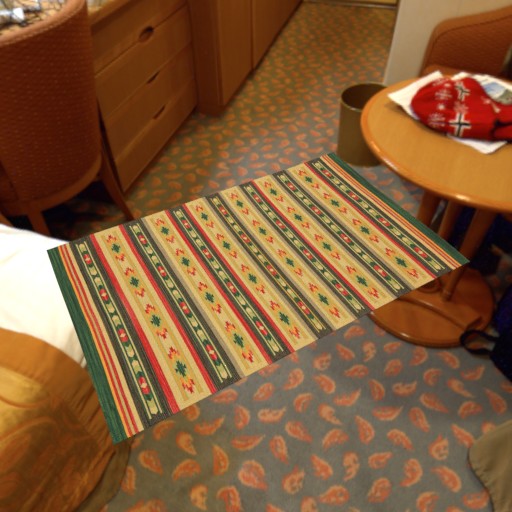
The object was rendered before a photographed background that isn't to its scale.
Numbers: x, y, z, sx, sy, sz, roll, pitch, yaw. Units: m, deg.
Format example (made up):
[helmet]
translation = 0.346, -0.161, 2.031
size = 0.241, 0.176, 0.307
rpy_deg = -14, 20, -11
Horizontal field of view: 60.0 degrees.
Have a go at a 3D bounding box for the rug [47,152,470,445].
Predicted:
[rug]
translation = 0.000, 0.000, 3.010
size = 2.447, 0.011, 1.520
rpy_deg = -22, 50, -20
